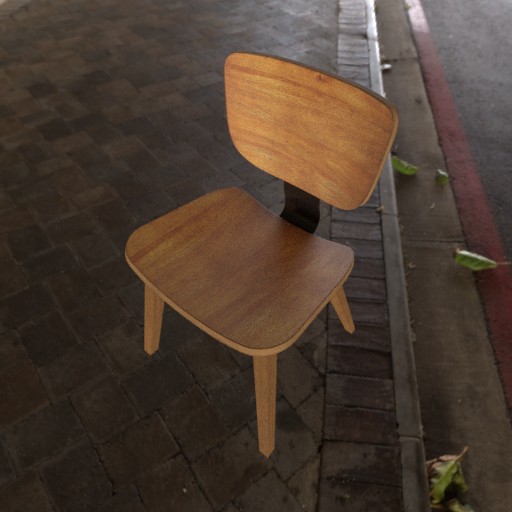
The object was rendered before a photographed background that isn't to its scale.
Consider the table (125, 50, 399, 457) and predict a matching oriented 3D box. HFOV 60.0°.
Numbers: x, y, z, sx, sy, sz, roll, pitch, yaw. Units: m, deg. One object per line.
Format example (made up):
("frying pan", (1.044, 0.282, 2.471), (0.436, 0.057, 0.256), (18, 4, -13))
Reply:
("table", (0.000, 0.000, 1.106), (0.499, 0.805, 0.500), (32, 55, 26))
